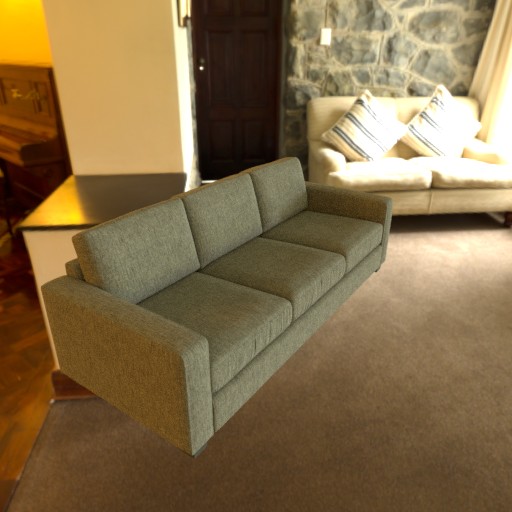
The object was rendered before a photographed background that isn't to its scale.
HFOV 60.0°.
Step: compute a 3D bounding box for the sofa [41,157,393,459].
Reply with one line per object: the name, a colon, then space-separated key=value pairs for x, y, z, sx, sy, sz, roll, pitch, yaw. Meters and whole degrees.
sofa: x=0.000 y=0.000 z=2.621 sx=0.900 sy=0.800 sz=2.160 roll=17 pitch=30 yaw=31
